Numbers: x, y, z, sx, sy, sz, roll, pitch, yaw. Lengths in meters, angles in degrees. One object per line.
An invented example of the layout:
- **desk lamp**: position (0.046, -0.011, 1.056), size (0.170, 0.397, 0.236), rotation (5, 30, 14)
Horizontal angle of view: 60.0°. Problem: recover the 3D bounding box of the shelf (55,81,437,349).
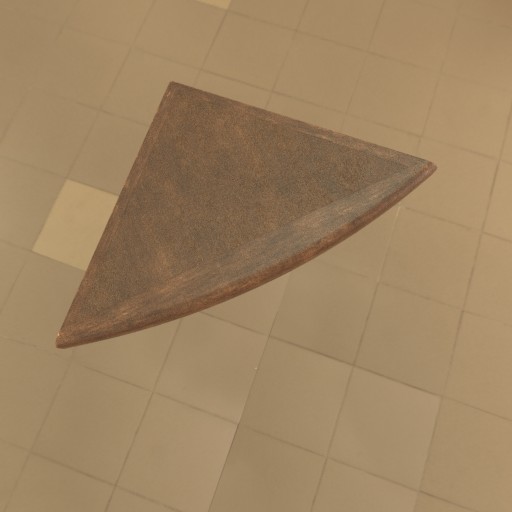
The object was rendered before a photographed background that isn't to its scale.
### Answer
- **shelf**: position (0.000, 0.000, 0.472), size (0.310, 0.050, 0.310), rotation (18, 77, 5)
